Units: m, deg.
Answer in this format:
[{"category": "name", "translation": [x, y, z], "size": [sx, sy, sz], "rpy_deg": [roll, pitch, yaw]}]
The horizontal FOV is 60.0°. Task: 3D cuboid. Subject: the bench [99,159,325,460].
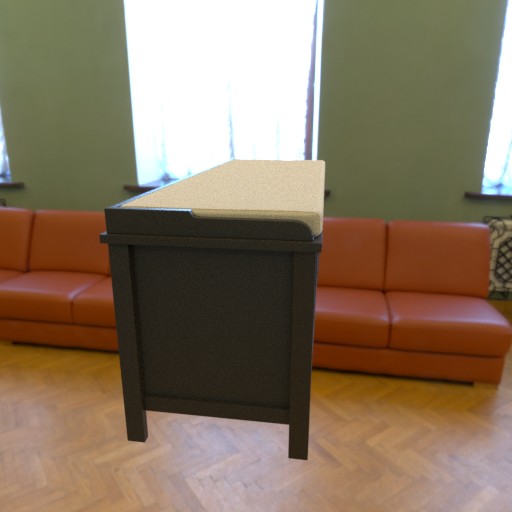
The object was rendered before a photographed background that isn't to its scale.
[{"category": "bench", "translation": [0.000, 0.000, 1.369], "size": [0.398, 0.501, 1.140], "rpy_deg": [3, 17, 8]}]
